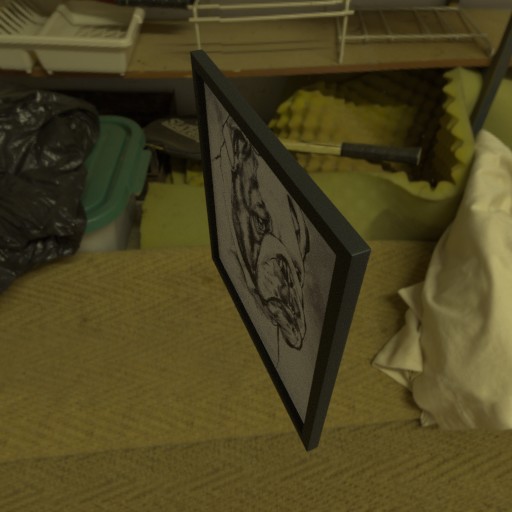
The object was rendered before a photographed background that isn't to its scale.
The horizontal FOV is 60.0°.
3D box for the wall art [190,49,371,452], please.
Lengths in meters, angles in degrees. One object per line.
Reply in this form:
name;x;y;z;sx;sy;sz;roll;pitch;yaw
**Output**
wall art;0.000;0.000;0.683;0.022;0.453;0.456;-17;49;-16
